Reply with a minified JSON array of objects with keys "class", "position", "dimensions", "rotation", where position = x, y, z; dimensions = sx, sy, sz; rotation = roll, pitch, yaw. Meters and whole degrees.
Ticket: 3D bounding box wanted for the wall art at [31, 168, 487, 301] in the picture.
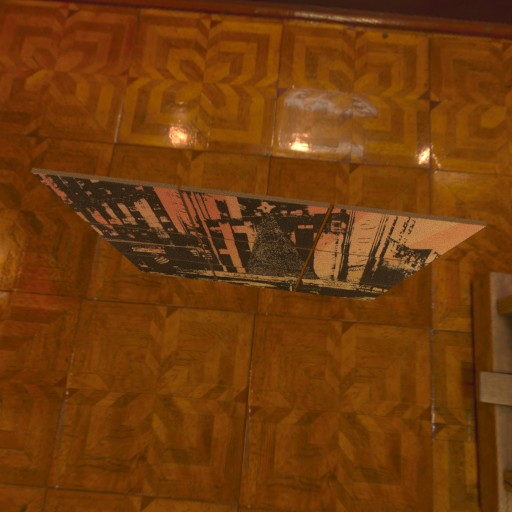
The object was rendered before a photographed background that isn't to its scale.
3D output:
[{"class":"wall art","position":[0.000,0.000,1.329],"dimensions":[0.919,0.917,0.010],"rotation":[7,75,2]}]
